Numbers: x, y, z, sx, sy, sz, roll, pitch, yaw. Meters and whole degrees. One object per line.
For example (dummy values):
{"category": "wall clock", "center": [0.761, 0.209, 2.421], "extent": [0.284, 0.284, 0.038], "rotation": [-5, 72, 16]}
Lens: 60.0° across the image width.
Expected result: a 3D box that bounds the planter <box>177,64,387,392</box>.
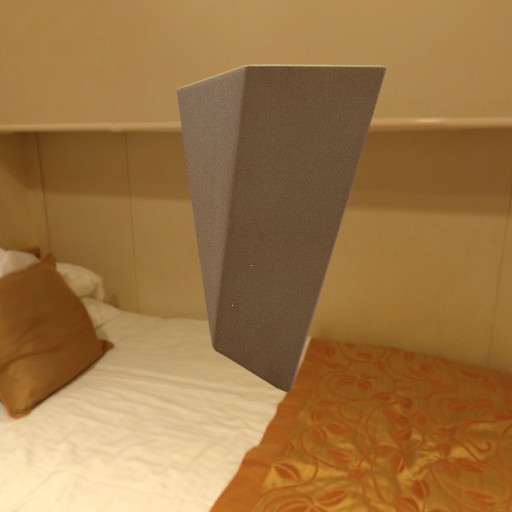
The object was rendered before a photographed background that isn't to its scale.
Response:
{"category": "planter", "center": [0.000, 0.000, 0.268], "extent": [0.060, 0.197, 0.150], "rotation": [-7, 16, -25]}
